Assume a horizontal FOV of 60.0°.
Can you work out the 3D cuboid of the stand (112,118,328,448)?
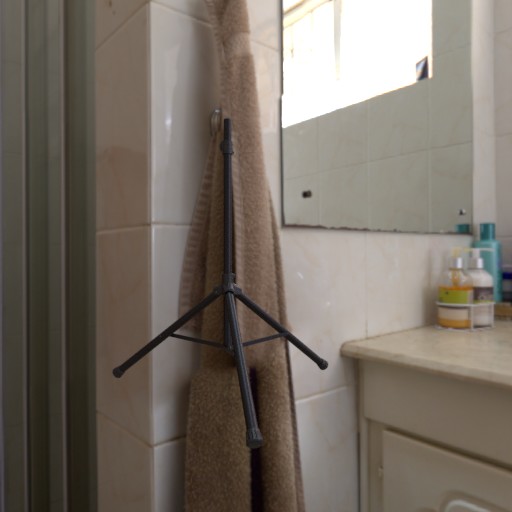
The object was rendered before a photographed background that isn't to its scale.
[{"bbox_3d":[0.000,0.000,1.941,0.907,1.136,1.045,0,0,-38],"label":"stand"}]
